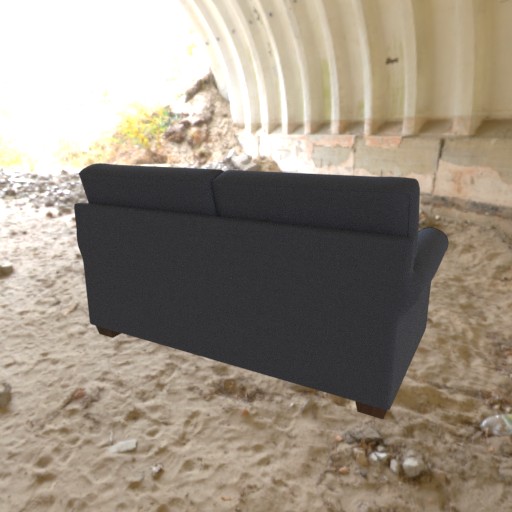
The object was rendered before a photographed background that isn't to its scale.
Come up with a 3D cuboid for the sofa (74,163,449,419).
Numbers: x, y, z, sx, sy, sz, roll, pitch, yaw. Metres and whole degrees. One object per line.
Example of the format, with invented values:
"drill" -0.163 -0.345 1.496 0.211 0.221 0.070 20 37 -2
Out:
"sofa" 0.000 0.000 2.525 1.930 1.020 0.940 8 18 28
